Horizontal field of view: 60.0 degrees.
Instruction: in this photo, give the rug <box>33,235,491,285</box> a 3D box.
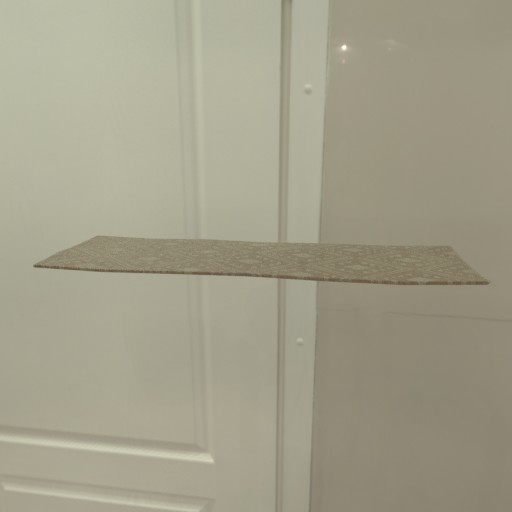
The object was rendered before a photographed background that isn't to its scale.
[{"bbox_3d":[0.000,0.000,2.700,2.452,0.051,0.752,2,16,8],"label":"rug"}]
